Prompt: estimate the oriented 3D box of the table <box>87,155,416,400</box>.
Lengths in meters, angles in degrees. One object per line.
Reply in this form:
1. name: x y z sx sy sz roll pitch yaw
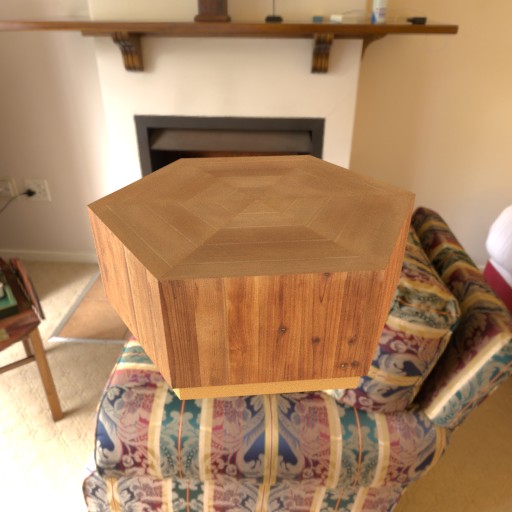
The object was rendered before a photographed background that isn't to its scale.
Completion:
1. table: 0.000 0.000 1.663 1.000 0.456 1.154 -19 35 -30
